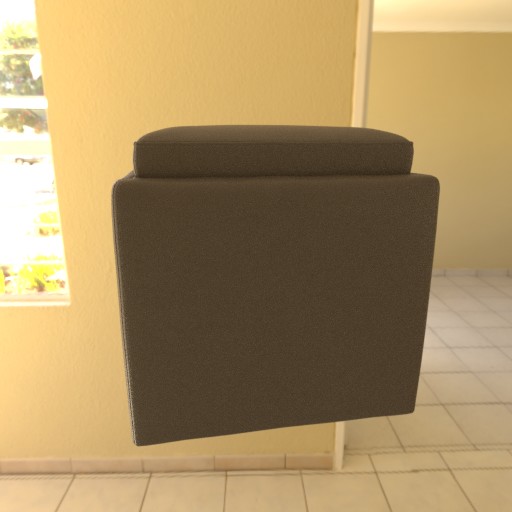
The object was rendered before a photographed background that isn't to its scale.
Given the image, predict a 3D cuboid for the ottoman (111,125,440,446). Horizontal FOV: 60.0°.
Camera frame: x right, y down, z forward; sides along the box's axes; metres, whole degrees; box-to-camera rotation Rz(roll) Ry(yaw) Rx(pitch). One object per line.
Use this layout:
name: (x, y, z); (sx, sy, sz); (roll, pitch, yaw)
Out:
ottoman: (0.000, 0.000, 0.812); (0.451, 0.460, 0.450); (-3, 15, -10)
